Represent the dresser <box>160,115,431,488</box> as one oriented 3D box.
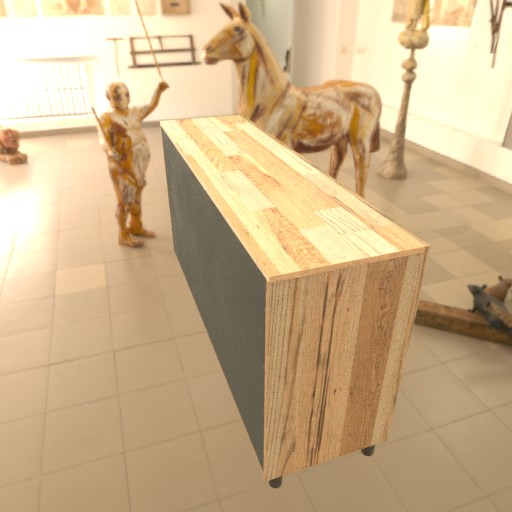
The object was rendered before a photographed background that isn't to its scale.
[{"bbox_3d":[0.000,0.000,1.905,0.487,0.834,1.547,-10,32,-17],"label":"dresser"}]
